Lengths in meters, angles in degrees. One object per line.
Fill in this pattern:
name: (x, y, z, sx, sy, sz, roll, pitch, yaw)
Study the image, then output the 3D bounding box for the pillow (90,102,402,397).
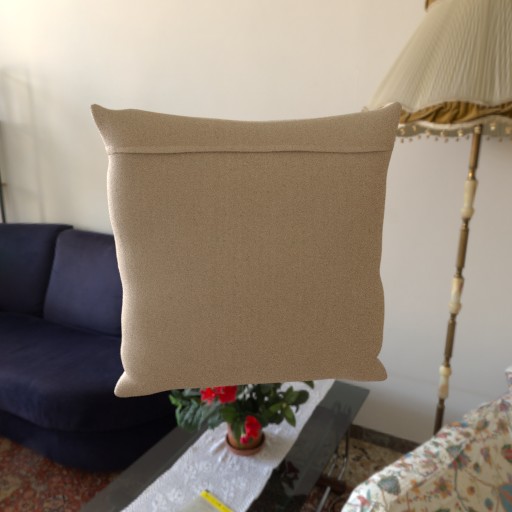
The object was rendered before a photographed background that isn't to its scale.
pillow: (0.000, 0.000, 0.662, 0.440, 0.441, 0.182, -2, 15, -8)
